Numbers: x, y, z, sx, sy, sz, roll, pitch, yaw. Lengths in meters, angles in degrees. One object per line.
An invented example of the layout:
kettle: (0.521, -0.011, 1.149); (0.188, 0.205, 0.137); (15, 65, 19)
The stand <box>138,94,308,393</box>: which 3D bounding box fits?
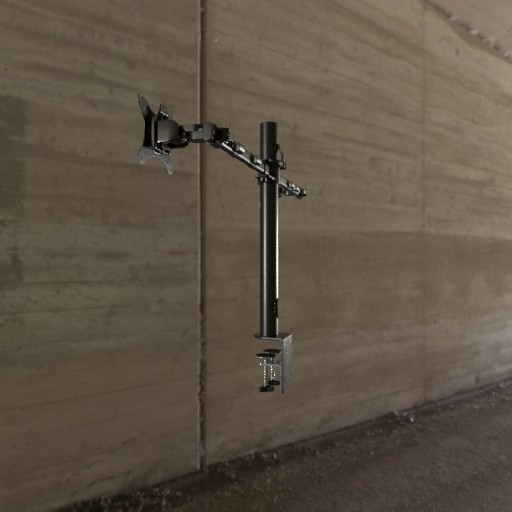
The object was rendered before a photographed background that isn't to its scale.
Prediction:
stand: (0.000, 0.000, 1.022); (0.150, 0.603, 0.743); (0, -1, 18)
